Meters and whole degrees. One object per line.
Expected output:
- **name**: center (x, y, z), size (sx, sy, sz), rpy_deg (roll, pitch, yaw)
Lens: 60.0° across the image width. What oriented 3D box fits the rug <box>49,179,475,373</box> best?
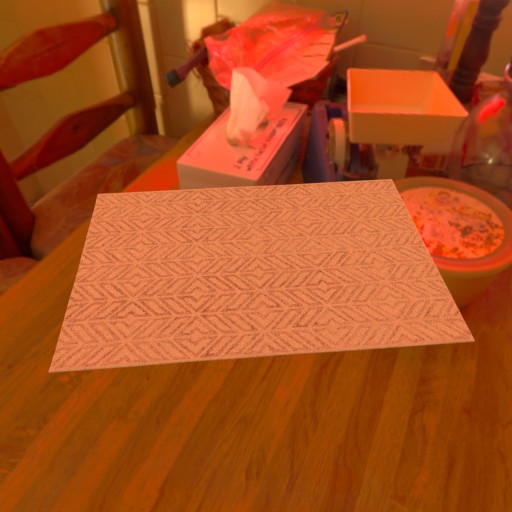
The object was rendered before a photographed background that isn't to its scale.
- **rug**: center (0.000, 0.000, 2.322), size (1.828, 0.007, 1.220), rpy_deg (-3, 45, -3)
